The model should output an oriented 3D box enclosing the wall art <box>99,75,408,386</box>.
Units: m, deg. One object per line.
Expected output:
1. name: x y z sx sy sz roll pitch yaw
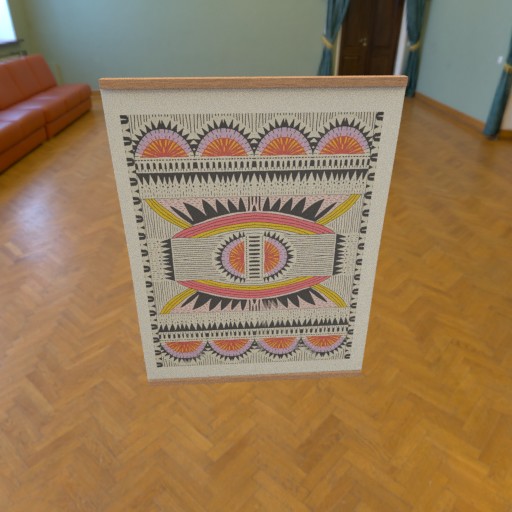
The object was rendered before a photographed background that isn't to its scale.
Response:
1. wall art: 0.000 0.000 1.348 0.765 1.016 0.028 -2 30 -3
